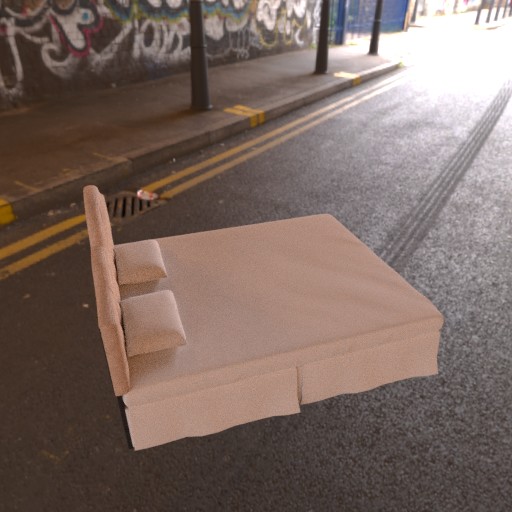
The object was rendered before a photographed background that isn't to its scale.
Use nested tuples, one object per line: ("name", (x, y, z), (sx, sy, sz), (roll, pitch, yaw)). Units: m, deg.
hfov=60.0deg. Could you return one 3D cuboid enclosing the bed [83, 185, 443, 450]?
("bed", (0.000, 0.000, 2.955), (1.970, 1.194, 1.667), (-10, 32, -16))
